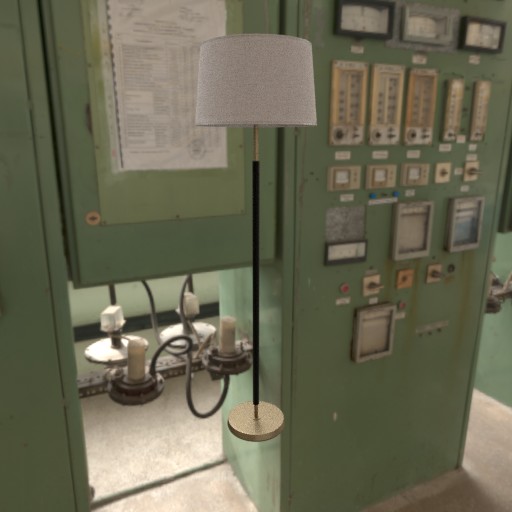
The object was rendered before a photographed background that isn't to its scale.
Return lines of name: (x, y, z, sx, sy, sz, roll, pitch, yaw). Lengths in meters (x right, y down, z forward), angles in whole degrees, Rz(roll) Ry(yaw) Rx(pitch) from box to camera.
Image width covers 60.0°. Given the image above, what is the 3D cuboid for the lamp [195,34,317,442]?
lamp: (0.000, 0.000, 1.664, 0.420, 1.447, 0.420, 0, 15, 0)
